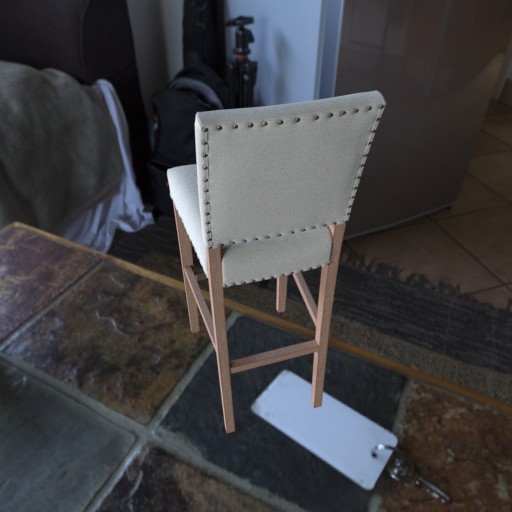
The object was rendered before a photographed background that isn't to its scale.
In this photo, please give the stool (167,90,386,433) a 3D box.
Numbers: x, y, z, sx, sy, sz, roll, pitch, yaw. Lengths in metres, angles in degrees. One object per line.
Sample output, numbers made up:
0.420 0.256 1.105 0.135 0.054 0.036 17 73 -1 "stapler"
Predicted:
0.000 0.000 1.370 0.428 1.143 0.546 -11 42 -13 "stool"
